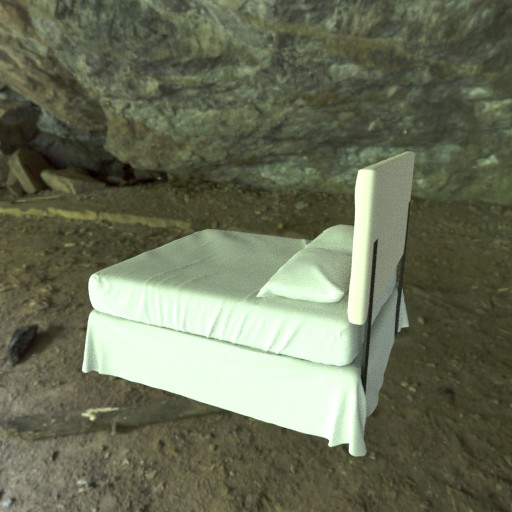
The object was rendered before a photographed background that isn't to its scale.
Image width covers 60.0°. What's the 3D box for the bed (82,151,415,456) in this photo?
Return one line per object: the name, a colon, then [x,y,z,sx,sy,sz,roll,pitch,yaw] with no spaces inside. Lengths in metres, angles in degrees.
bed: [0.000,0.000,3.487,2.222,1.577,1.936,8,18,24]
